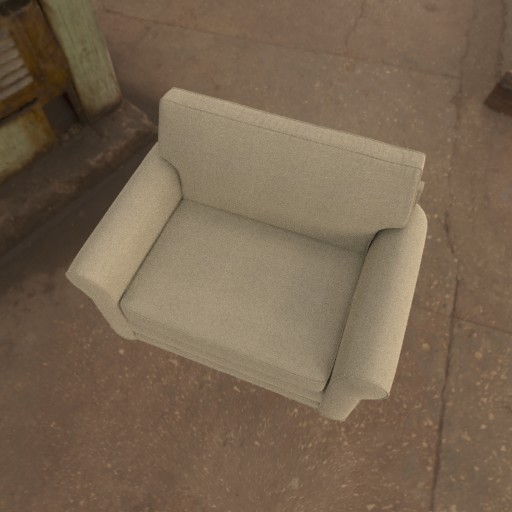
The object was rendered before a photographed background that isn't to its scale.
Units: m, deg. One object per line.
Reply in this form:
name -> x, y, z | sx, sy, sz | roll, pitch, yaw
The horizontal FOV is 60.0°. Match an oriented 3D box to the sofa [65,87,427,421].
sofa -> 0.000, 0.000, 2.065 | 1.405, 0.991, 0.936 | 18, 60, 11
